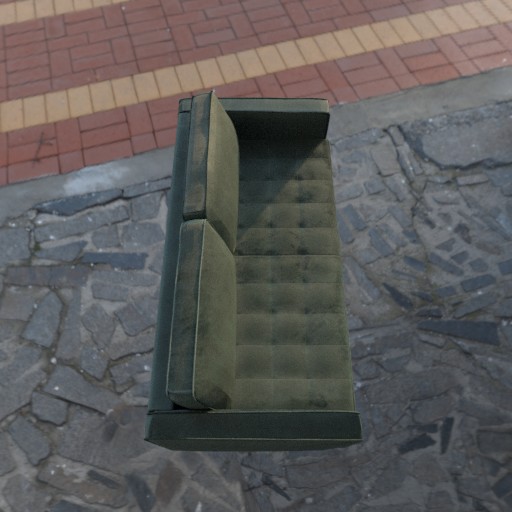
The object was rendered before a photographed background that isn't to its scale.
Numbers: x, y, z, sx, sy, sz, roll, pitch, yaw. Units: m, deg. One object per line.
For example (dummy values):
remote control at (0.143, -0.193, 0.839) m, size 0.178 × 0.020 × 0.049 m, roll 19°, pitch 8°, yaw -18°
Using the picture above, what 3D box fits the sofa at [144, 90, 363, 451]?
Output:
sofa at (0.000, 0.000, 2.268) m, size 0.886 × 0.781 × 1.816 m, roll 0°, pitch 63°, yaw 0°
